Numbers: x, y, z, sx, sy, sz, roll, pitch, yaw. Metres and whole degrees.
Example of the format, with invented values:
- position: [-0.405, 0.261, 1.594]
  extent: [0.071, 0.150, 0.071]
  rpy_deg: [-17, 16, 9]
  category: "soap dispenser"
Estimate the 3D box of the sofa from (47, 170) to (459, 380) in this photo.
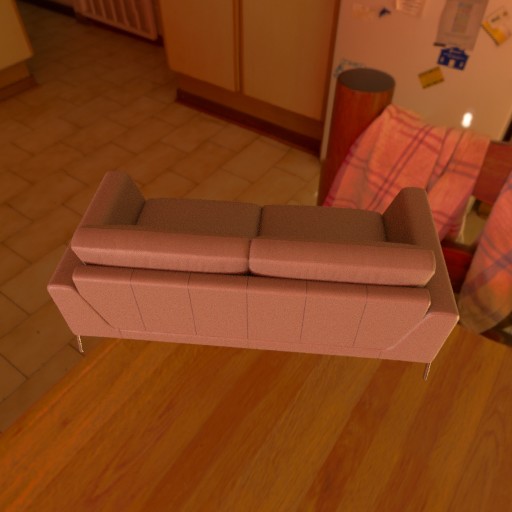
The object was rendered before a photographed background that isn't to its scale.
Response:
- position: [0.000, 0.000, 2.559]
  extent: [2.017, 0.875, 0.953]
  rpy_deg: [4, 48, 3]
  category: "sofa"
